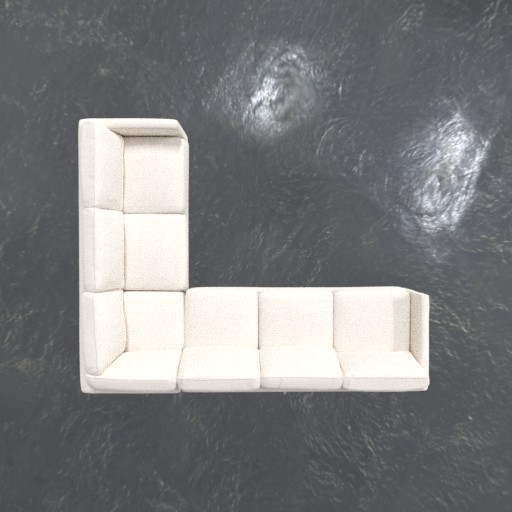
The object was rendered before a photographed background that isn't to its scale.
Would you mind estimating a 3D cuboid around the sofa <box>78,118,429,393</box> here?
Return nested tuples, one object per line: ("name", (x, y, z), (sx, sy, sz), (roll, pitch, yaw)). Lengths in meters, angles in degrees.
("sofa", (0.000, 0.000, 4.368), (3.302, 0.947, 2.593), (0, 91, -1))
